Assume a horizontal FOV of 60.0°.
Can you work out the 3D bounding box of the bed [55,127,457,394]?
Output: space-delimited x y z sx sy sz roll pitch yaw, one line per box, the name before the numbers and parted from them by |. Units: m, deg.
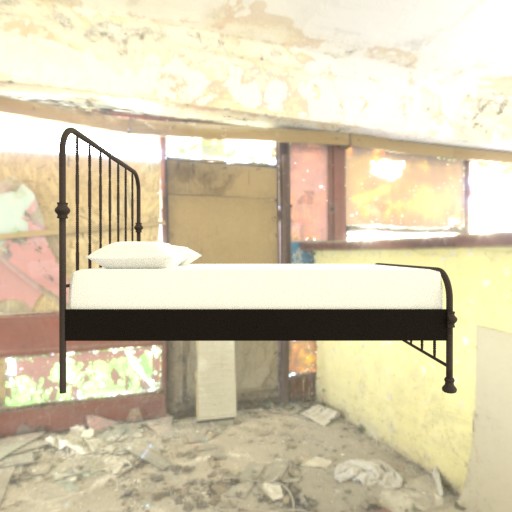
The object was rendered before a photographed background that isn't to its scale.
bed | 0.000 0.000 3.124 2.134 1.446 1.616 0 0 0
